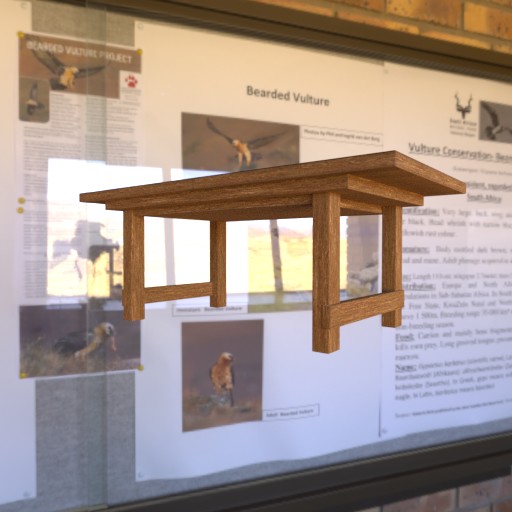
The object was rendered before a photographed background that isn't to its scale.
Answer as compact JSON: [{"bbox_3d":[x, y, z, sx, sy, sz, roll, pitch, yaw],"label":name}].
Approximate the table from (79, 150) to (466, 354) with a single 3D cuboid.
[{"bbox_3d":[0.000,0.000,2.515,1.982,0.762,1.000,1,1,38],"label":"table"}]
